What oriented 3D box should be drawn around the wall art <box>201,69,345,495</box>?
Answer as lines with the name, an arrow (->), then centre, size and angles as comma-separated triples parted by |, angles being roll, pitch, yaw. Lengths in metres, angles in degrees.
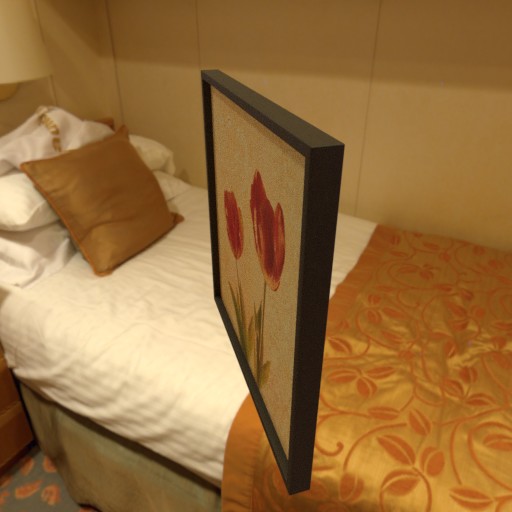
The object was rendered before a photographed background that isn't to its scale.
wall art -> 0.000, 0.000, 0.500 | 0.038, 0.349, 0.349 | -9, 31, -15
